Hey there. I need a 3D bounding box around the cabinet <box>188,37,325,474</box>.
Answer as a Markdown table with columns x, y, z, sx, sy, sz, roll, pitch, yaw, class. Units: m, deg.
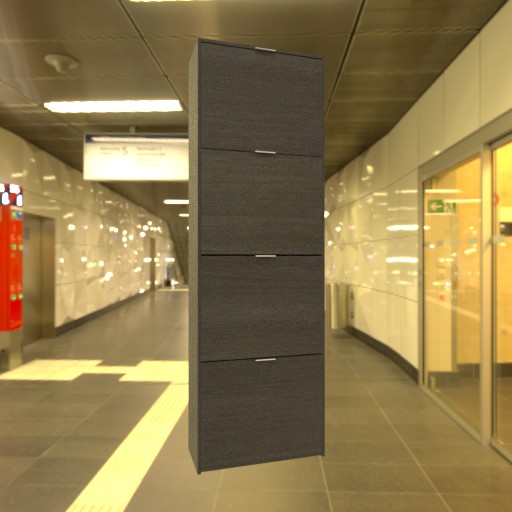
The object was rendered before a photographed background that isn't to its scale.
| x | y | z | sx | sy | sz | roll | pitch | yaw | class |
| --- | --- | --- | --- | --- | --- | --- | --- | --- | --- |
| 0.000 | 0.000 | 1.831 | 0.520 | 1.630 | 0.255 | 0 | 0 | -17 | cabinet |
